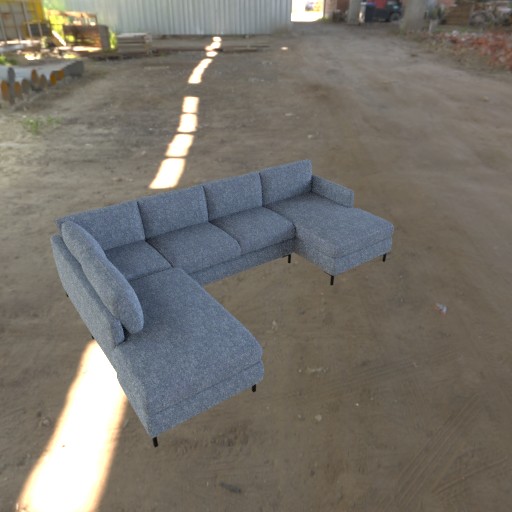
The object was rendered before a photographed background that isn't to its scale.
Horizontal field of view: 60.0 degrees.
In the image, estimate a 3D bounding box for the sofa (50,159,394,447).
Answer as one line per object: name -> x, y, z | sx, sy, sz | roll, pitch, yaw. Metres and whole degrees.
sofa -> 0.000, 0.000, 3.604 | 2.737, 0.756, 1.879 | -20, 35, -30
